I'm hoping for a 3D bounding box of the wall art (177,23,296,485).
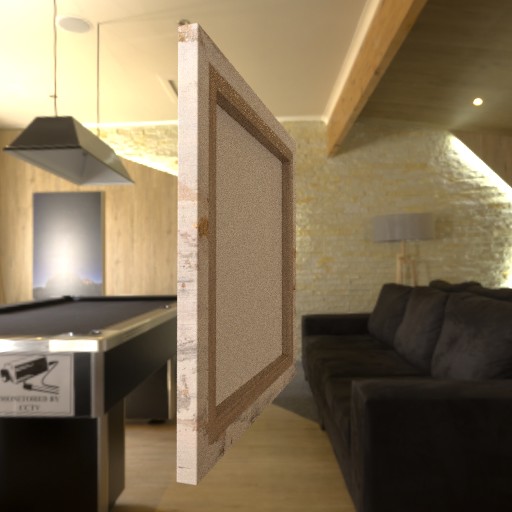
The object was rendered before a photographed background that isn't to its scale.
[{"bbox_3d":[0.000,0.000,1.087,0.038,0.755,0.753,0,-1,17],"label":"wall art"}]
